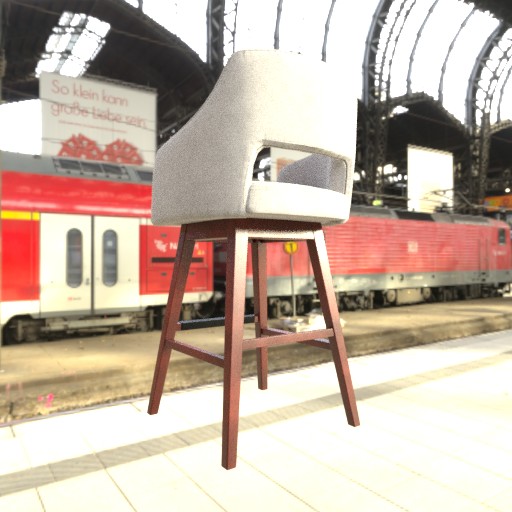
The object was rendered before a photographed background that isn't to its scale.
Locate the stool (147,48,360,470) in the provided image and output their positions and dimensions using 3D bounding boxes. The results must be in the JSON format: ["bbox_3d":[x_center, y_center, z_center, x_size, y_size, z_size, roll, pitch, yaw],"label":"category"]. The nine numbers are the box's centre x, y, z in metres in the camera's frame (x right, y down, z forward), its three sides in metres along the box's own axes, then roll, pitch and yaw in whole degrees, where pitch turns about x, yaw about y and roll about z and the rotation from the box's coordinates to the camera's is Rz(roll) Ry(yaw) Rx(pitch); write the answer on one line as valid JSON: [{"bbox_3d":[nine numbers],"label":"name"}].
[{"bbox_3d":[0.000,0.000,1.349,0.548,1.012,0.558,0,0,-36],"label":"stool"}]
